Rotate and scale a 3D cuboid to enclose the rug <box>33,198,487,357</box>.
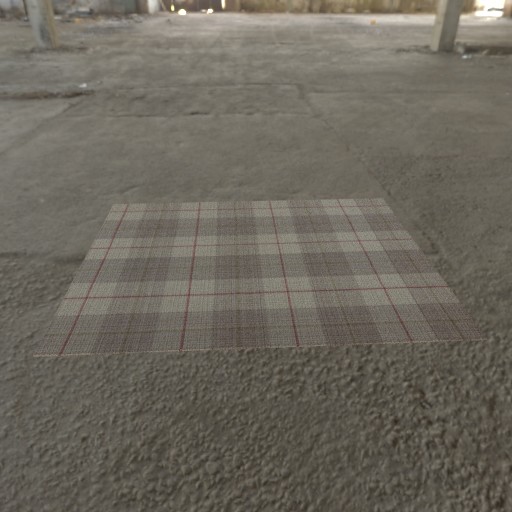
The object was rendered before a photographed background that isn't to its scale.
[{"bbox_3d":[0.000,0.000,3.876,2.959,0.016,2.317,-2,31,-3],"label":"rug"}]
